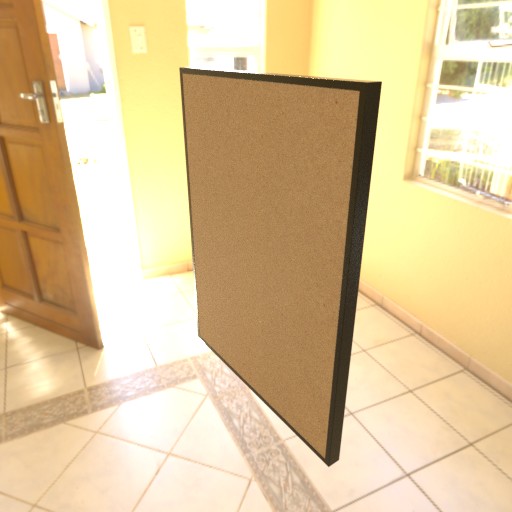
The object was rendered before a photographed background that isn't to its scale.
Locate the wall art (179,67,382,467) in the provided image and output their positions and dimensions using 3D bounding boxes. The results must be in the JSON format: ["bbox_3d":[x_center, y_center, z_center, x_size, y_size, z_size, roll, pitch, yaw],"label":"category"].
[{"bbox_3d":[0.000,0.000,1.367,0.043,1.046,0.788,-17,30,-32],"label":"wall art"}]
